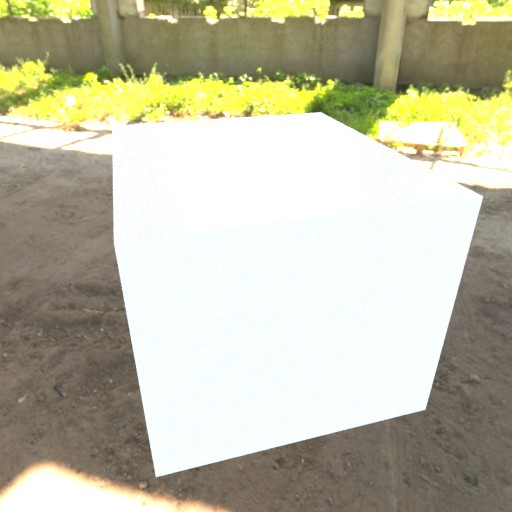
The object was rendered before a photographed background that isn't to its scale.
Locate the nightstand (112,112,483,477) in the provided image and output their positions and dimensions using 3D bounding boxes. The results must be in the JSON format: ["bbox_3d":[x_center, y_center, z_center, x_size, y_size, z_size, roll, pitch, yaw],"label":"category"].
[{"bbox_3d":[0.000,0.000,0.742,0.408,0.351,0.470,-8,31,-14],"label":"nightstand"}]
